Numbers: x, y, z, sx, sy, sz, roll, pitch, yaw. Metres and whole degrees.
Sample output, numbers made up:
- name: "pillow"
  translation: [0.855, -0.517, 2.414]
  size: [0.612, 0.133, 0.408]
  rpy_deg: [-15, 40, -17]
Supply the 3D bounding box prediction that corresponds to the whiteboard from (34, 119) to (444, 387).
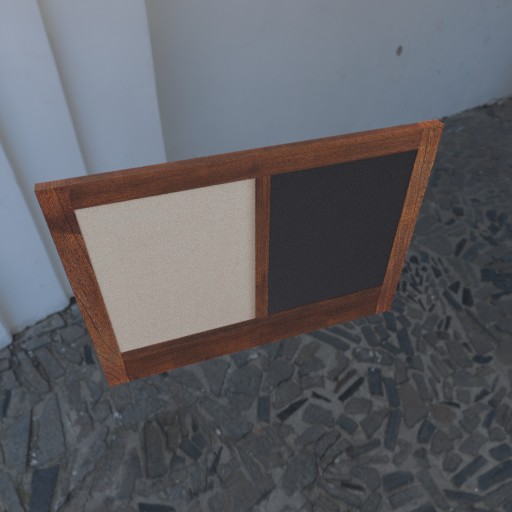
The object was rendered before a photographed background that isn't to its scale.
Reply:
- name: "whiteboard"
  translation: [0.000, 0.000, 1.004]
  size: [0.768, 0.553, 0.083]
  rpy_deg: [-13, 42, -14]
